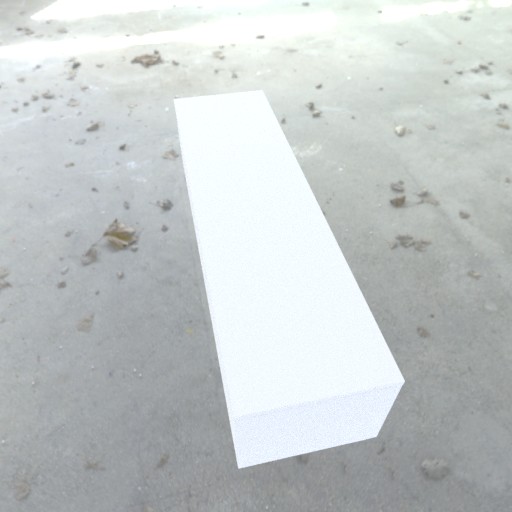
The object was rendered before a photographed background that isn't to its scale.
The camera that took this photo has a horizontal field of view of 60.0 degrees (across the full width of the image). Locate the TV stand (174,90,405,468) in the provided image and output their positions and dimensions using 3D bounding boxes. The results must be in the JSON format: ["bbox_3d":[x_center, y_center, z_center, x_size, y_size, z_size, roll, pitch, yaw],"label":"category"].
[{"bbox_3d":[0.000,0.000,1.618,0.401,0.560,1.398,-9,47,-8],"label":"TV stand"}]
